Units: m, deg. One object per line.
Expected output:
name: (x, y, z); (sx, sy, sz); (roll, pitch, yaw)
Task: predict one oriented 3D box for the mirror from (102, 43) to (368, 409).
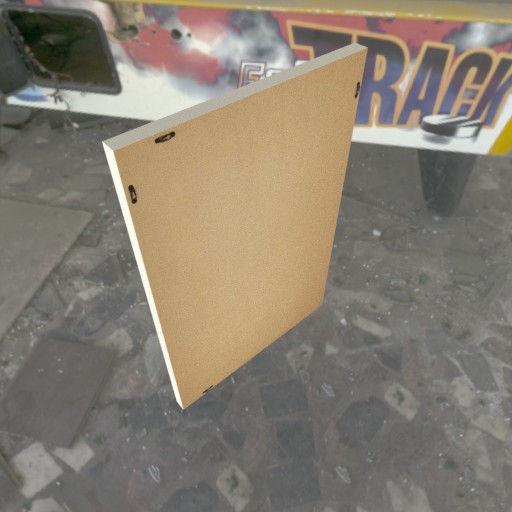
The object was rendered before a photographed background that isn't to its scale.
mirror: (0.000, 0.000, 1.160); (0.609, 0.914, 0.041); (-32, 54, -27)
